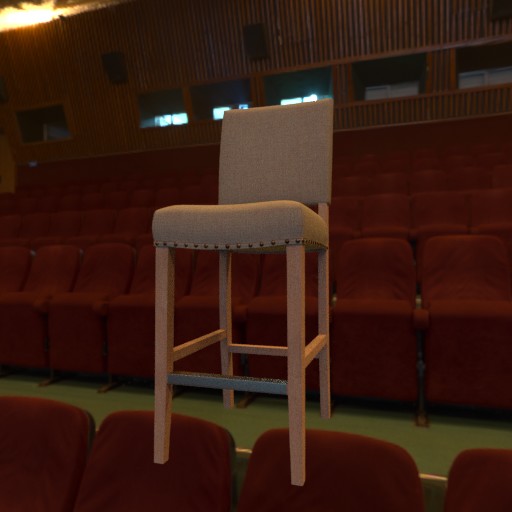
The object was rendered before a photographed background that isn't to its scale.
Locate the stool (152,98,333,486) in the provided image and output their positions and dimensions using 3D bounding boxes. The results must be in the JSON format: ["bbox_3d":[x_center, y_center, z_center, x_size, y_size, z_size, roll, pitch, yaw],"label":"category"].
[{"bbox_3d":[0.000,0.000,1.460,0.445,1.173,0.585,0,-1,18],"label":"stool"}]
